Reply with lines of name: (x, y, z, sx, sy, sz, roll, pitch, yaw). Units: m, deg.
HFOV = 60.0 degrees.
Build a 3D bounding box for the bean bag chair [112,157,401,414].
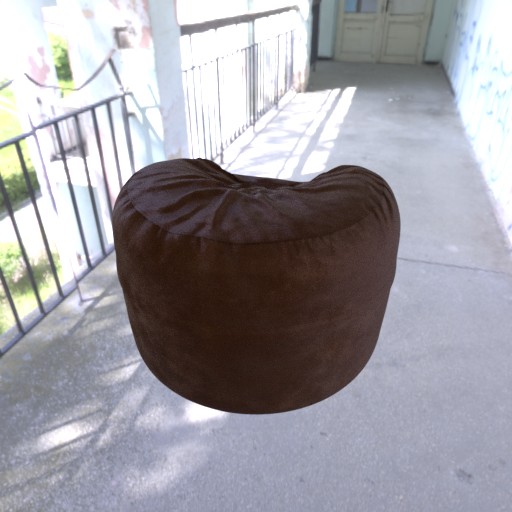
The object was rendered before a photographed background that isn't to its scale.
bean bag chair: (0.000, 0.000, 1.523, 0.918, 0.616, 0.918, 0, 32, 0)
